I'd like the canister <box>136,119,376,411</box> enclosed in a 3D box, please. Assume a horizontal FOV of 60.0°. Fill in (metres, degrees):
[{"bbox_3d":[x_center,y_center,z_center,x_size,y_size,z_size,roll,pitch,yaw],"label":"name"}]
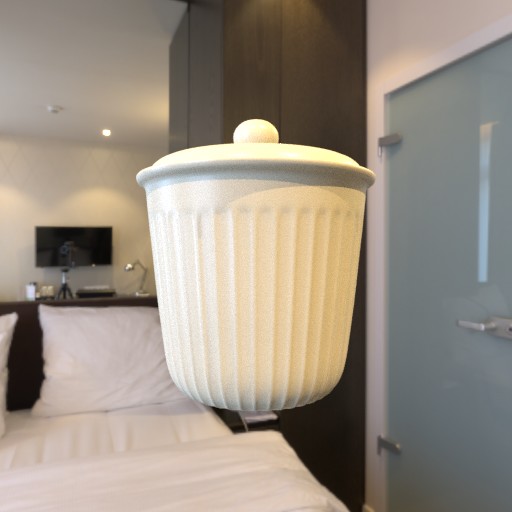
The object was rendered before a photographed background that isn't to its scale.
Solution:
[{"bbox_3d":[0.000,0.000,0.347,0.181,0.211,0.181,0,1,0],"label":"canister"}]
